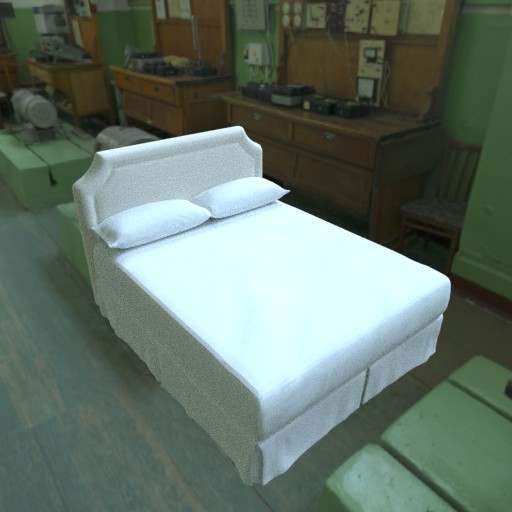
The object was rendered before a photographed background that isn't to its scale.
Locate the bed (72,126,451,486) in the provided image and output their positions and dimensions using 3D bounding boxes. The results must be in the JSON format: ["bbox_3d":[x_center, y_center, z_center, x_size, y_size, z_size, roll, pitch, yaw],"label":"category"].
[{"bbox_3d":[0.000,0.000,3.773,2.134,1.524,2.548,-22,36,-33],"label":"bed"}]
